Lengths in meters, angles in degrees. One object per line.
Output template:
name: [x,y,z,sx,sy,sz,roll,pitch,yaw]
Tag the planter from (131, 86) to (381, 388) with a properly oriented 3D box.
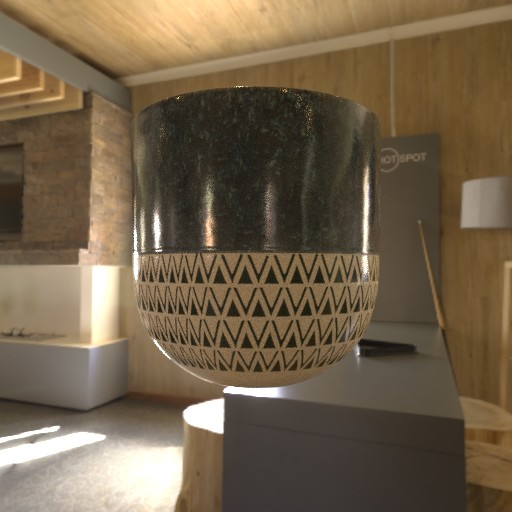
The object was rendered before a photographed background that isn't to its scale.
planter: [0.000,0.000,0.488,0.266,0.270,0.266,0,-1,0]
